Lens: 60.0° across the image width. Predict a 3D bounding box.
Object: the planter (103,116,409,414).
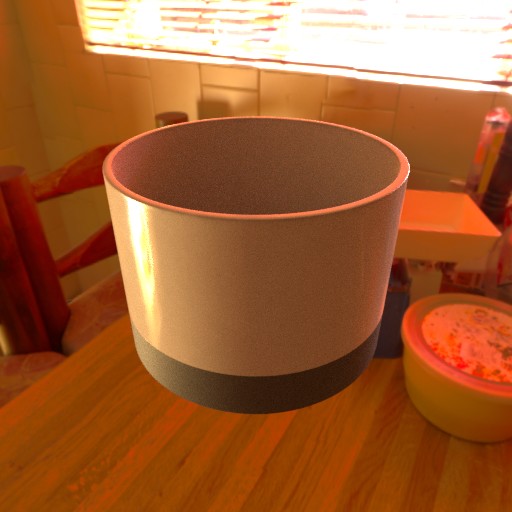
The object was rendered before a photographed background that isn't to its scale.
[{"bbox_3d":[0.000,0.000,0.220,0.128,0.105,0.128,0,31,0],"label":"planter"}]
